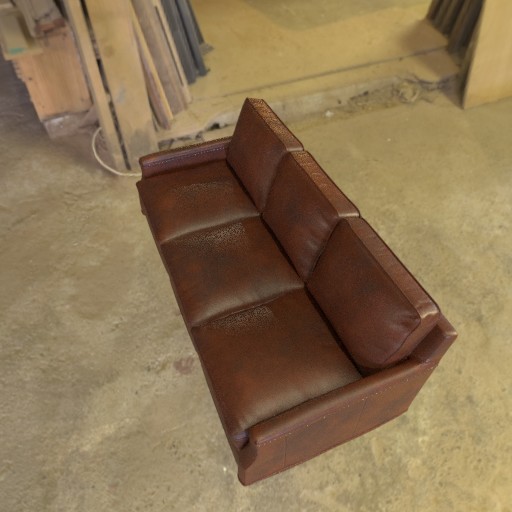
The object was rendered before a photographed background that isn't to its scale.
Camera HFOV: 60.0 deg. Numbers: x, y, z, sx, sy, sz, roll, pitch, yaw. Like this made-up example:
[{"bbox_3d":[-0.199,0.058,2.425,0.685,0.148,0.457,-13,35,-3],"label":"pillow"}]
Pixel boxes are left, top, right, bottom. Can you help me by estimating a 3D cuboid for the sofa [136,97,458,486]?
[{"bbox_3d":[0.000,0.000,2.758,1.084,1.003,2.240,-17,50,-15],"label":"sofa"}]
